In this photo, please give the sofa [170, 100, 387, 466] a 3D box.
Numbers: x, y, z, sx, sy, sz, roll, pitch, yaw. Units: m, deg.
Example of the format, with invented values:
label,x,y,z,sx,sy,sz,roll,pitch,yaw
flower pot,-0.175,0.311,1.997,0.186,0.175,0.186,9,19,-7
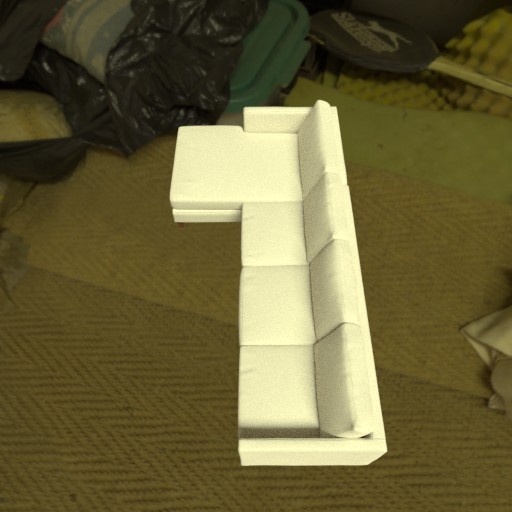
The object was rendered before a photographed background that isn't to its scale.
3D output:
label,x,y,z,sx,sy,sz,roll,pitch,yaw
sofa,0.000,0.000,3.776,1.625,0.846,3.186,0,58,0
